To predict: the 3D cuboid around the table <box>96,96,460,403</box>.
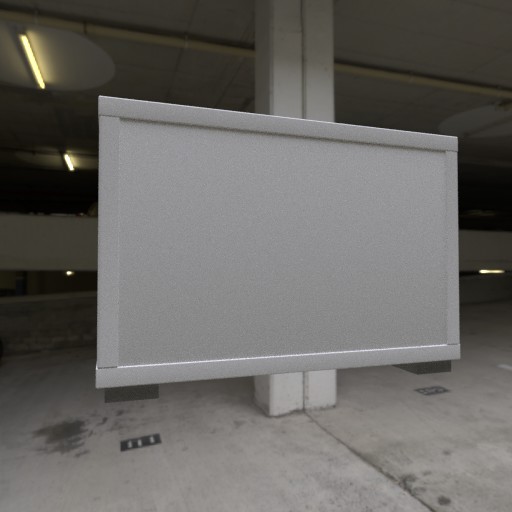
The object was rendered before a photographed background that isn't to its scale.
[{"bbox_3d":[0.000,0.000,0.779,0.517,0.357,0.399,1,-2,-18],"label":"table"}]
